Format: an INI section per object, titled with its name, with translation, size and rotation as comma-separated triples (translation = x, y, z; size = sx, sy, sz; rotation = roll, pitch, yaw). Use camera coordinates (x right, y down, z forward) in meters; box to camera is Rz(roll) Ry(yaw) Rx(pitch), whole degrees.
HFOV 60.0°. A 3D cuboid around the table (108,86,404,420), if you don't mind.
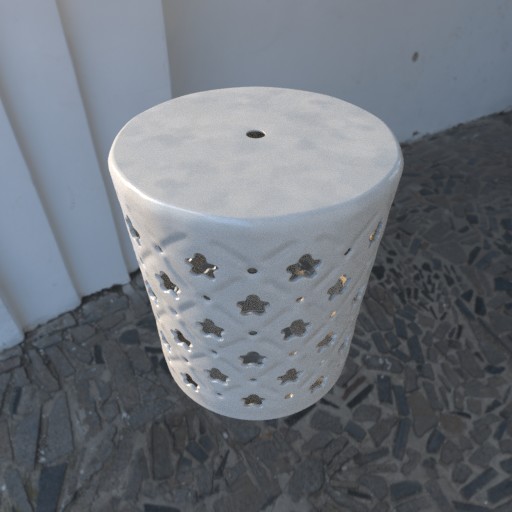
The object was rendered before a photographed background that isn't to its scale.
[table]
translation = 0.000, 0.000, 0.660
size = 0.352, 0.387, 0.352
rotation = 0, 40, 0
